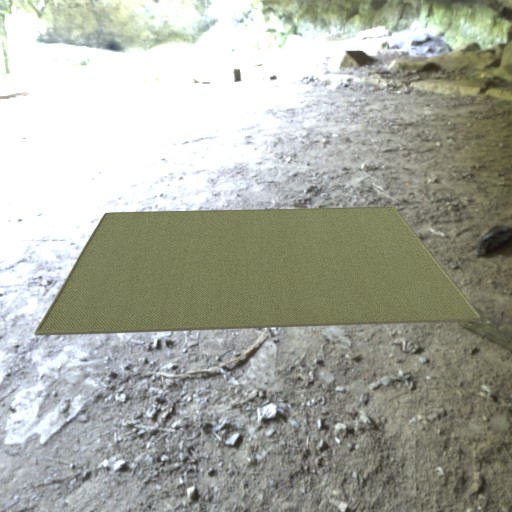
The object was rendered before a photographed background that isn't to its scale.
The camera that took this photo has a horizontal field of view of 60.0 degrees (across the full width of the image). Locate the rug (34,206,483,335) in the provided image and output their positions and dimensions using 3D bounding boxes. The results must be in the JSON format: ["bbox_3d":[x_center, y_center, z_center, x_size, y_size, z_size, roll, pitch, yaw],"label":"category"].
[{"bbox_3d":[0.000,0.000,2.100,1.676,0.013,1.067,-1,30,-2],"label":"rug"}]
